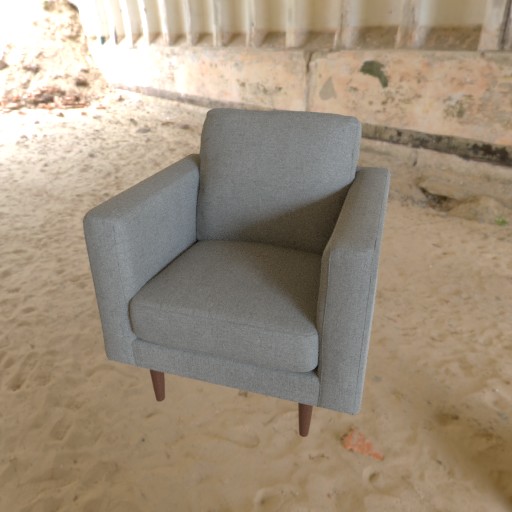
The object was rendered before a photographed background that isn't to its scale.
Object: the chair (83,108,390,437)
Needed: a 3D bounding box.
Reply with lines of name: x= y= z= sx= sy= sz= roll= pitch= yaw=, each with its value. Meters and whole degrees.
chair: x=0.000 y=0.000 z=1.583 sx=0.855 sy=0.927 sz=0.800 roll=8 pitch=27 yaw=15
